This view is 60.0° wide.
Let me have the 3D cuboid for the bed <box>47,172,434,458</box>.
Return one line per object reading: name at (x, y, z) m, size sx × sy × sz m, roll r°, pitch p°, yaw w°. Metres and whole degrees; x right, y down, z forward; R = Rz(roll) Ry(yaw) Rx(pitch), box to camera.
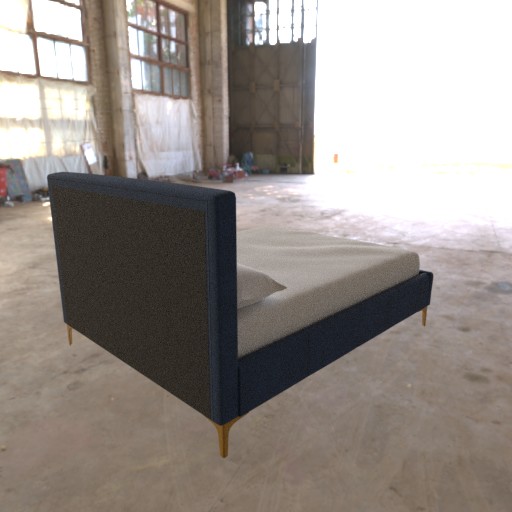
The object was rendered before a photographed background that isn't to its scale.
bed at (0.000, 0.000, 3.201) m, size 1.723 × 1.231 × 2.172 m, roll 14°, pitch 20°, yaw 43°
